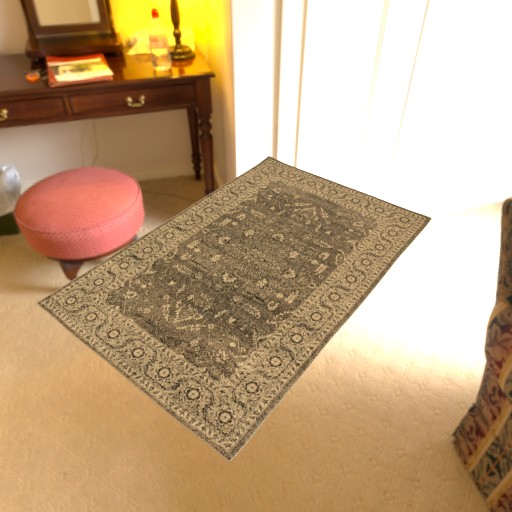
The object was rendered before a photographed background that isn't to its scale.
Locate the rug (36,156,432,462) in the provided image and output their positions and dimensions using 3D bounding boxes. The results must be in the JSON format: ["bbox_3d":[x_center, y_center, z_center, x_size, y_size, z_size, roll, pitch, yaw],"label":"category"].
[{"bbox_3d":[0.000,0.000,2.343,1.209,0.019,1.828,27,48,28],"label":"rug"}]
